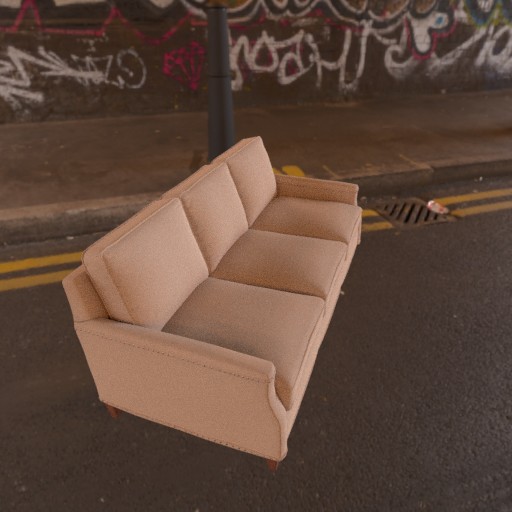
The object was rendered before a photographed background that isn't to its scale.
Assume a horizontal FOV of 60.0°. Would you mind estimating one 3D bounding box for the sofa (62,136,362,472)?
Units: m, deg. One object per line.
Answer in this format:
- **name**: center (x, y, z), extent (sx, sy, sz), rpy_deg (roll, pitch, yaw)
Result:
- **sofa**: center (0.000, 0.000, 2.860), extent (1.084, 1.003, 2.246), rpy_deg (11, 32, 17)
